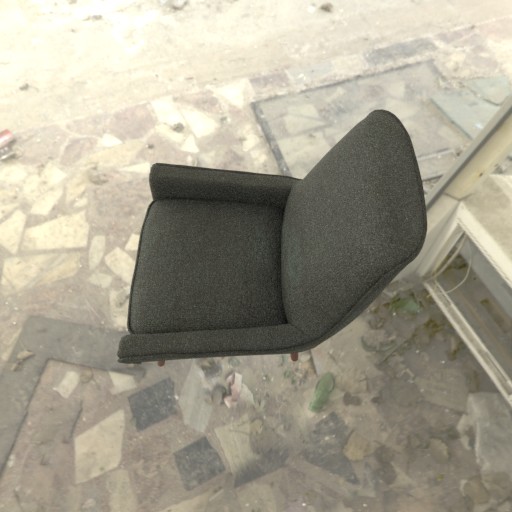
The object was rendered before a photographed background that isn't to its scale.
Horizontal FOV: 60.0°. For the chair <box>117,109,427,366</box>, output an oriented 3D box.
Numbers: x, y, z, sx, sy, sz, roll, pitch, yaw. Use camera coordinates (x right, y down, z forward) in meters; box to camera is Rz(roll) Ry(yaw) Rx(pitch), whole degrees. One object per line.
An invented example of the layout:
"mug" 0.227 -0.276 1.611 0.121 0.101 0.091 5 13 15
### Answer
"chair" 0.000 0.000 1.515 0.859 0.883 0.763 1 61 1
